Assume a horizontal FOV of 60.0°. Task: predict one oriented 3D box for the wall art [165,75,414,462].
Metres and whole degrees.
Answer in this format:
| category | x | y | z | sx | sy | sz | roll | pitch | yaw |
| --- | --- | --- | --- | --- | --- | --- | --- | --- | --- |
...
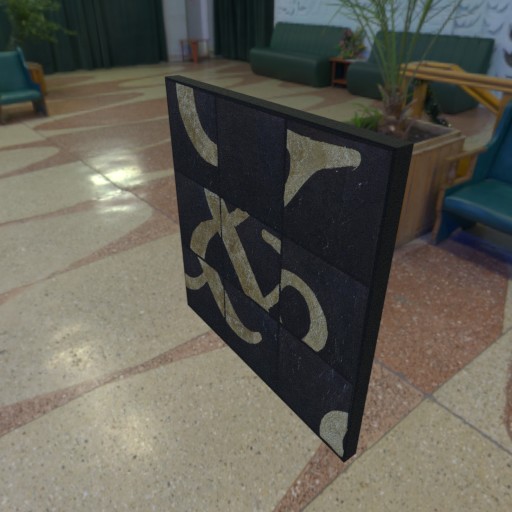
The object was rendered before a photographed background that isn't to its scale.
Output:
| category | x | y | z | sx | sy | sz | roll | pitch | yaw |
| --- | --- | --- | --- | --- | --- | --- | --- | --- | --- |
| wall art | 0.000 | 0.000 | 1.121 | 0.044 | 0.758 | 0.758 | -21 | 37 | -31 |
